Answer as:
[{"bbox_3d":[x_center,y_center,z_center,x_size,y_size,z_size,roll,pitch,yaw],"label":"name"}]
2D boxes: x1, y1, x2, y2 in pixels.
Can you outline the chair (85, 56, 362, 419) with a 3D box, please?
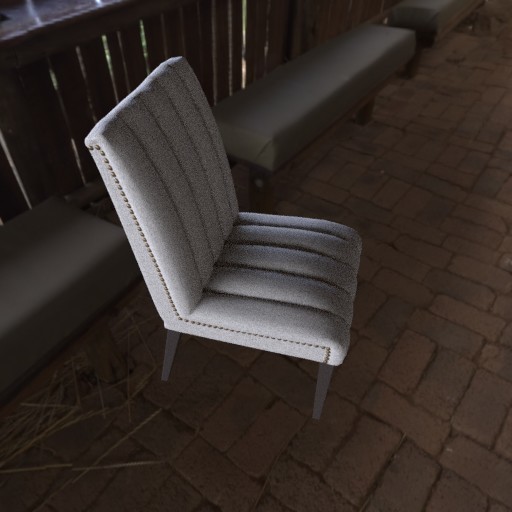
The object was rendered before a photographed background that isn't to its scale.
[{"bbox_3d":[0.000,0.000,1.390,0.647,1.016,0.511,10,45,10],"label":"chair"}]
